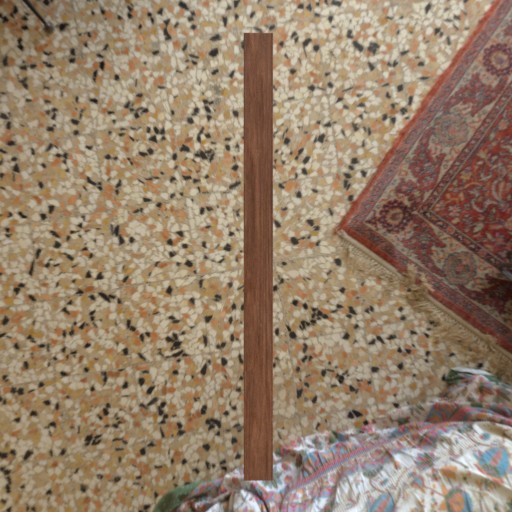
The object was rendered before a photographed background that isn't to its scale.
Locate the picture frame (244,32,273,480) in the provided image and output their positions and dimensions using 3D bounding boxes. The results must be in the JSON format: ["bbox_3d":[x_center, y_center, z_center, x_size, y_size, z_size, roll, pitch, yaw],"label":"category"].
[{"bbox_3d":[0.000,0.000,0.542,0.025,0.330,0.381,0,90,-1],"label":"picture frame"}]
